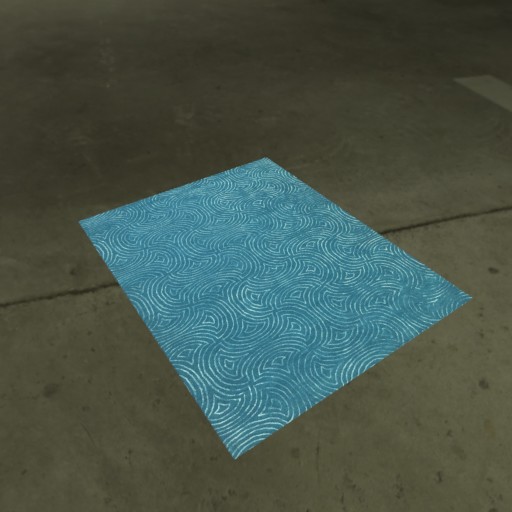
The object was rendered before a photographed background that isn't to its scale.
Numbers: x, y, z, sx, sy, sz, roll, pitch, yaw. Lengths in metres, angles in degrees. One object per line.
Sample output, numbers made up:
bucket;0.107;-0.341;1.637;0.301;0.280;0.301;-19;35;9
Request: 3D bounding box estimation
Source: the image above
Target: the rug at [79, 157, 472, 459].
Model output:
rug;0.000;0.000;4.232;2.432;0.012;3.033;-24;46;-26
